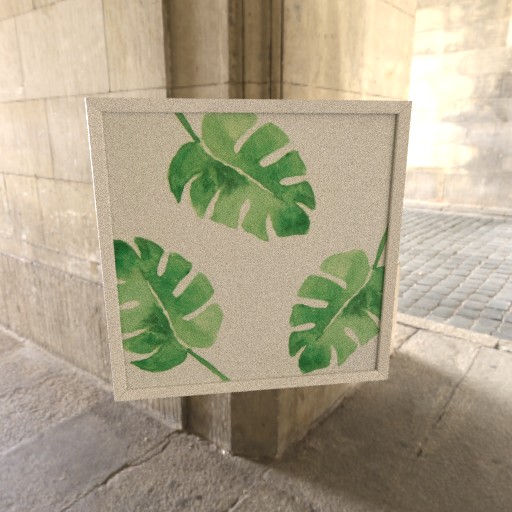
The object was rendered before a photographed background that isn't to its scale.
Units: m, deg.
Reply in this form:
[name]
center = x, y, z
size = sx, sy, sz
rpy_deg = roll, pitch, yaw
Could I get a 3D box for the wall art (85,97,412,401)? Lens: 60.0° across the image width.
[wall art]
center = 0.000, 0.000, 1.143
size = 0.762, 0.762, 0.040
rpy_deg = -2, 16, -8
